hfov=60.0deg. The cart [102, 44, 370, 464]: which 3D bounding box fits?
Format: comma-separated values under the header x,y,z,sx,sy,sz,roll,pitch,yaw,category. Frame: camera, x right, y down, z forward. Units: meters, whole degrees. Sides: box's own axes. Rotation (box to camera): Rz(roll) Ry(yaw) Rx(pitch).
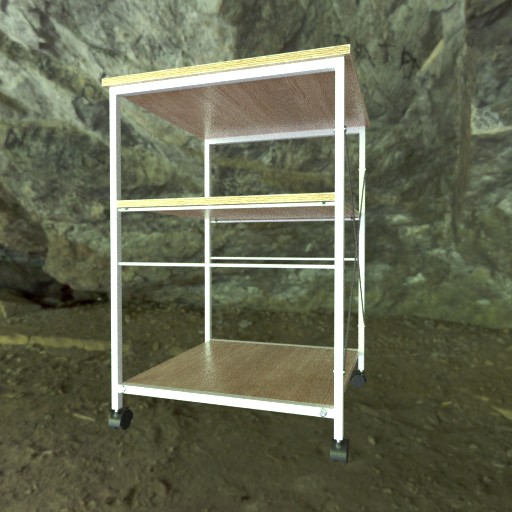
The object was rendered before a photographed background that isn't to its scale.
x,y,z,sx,sy,sz,roll,pitch,yaw,category
0.000,0.000,1.118,0.520,0.762,0.521,0,1,18,cart
